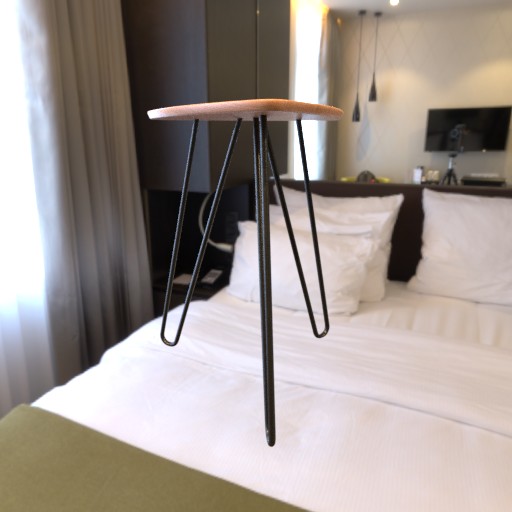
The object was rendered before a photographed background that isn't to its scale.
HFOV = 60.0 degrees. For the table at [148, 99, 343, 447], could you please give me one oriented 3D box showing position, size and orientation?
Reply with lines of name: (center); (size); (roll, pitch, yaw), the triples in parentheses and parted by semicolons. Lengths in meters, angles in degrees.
table: (0.000, 0.000, 0.887); (0.442, 0.564, 0.455); (-2, 15, -6)
